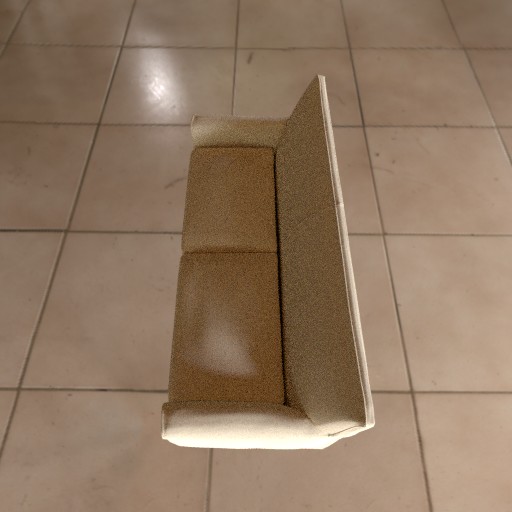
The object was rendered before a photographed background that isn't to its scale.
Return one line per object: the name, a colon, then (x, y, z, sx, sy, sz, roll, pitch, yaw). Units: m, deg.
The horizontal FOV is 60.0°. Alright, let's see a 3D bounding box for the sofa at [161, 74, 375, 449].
sofa: (0.000, 0.000, 2.475, 0.841, 0.907, 2.001, -1, 58, 0)
